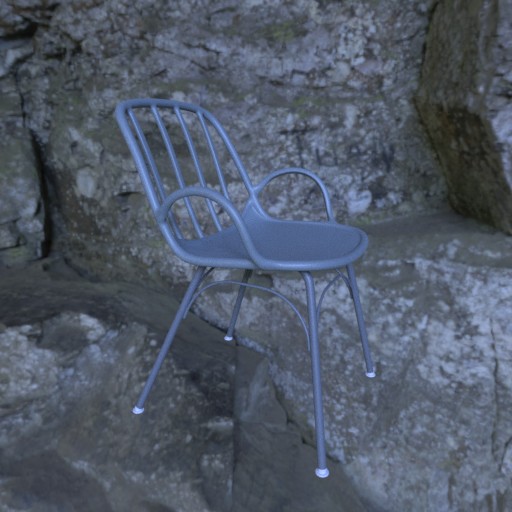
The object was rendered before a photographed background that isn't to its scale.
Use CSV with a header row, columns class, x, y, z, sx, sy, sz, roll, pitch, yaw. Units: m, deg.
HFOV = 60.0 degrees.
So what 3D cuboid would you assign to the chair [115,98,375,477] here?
class,x,y,z,sx,sy,sz,roll,pitch,yaw
chair,0.000,0.000,1.198,0.597,0.816,0.549,8,18,26
